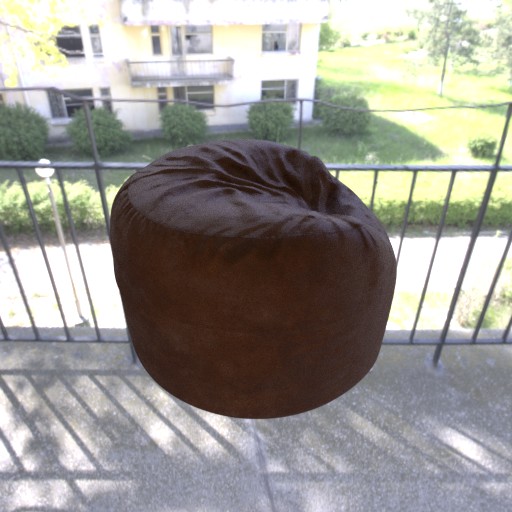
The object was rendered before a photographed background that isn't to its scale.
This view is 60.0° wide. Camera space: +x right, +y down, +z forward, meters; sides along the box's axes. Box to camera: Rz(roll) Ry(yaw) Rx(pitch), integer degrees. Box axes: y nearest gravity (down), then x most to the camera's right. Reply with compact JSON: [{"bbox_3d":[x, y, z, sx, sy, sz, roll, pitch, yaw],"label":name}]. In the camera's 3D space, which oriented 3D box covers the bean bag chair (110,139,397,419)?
[{"bbox_3d":[0.000,0.000,1.492,0.918,0.616,0.918,0,32,0],"label":"bean bag chair"}]
